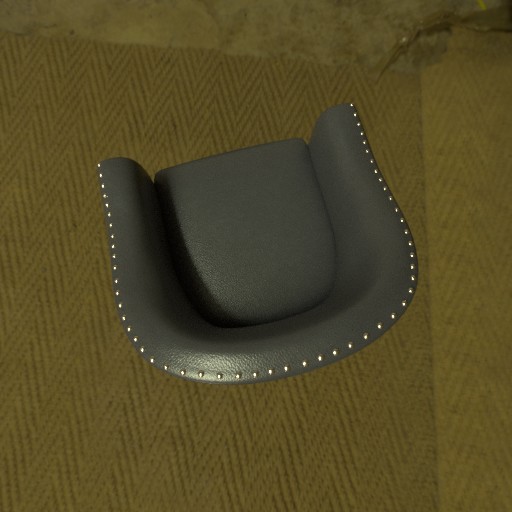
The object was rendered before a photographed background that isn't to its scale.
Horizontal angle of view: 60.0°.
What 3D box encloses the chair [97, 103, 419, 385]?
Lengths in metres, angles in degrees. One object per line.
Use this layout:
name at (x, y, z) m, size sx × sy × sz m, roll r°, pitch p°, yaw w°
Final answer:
chair at (0.000, 0.000, 1.441) m, size 0.794 × 0.823 × 0.748 m, roll -14°, pitch 77°, yaw -3°
